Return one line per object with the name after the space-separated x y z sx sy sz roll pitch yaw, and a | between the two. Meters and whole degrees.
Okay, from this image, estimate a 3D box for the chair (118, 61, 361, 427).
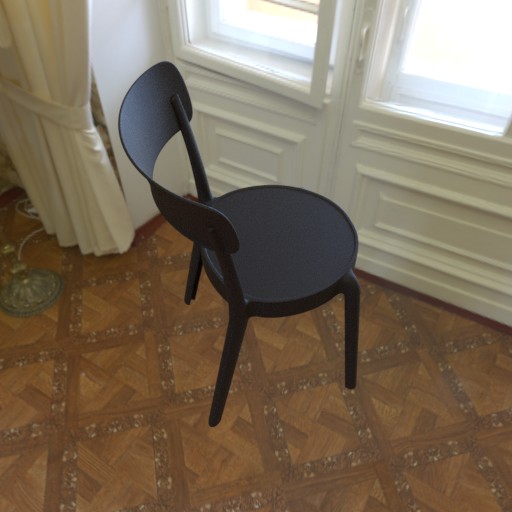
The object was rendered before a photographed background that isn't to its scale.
0.000 0.000 1.093 0.491 0.790 0.506 -11 48 -10 | chair
